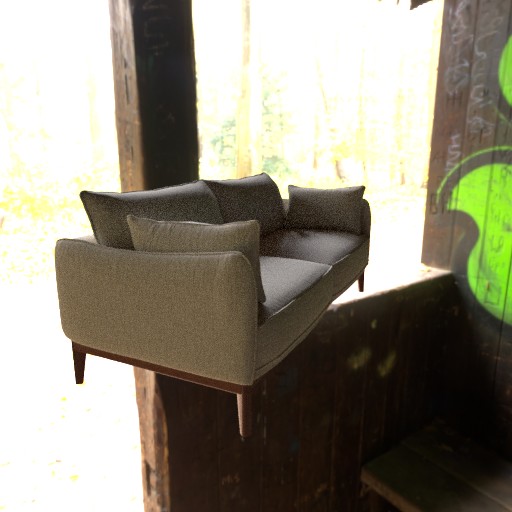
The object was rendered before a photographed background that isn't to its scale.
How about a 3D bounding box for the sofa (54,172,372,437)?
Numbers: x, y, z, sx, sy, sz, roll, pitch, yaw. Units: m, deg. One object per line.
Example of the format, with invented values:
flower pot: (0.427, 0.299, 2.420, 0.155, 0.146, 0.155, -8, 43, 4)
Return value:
sofa: (0.000, 0.000, 2.533, 0.991, 0.860, 1.989, 7, 15, 25)
